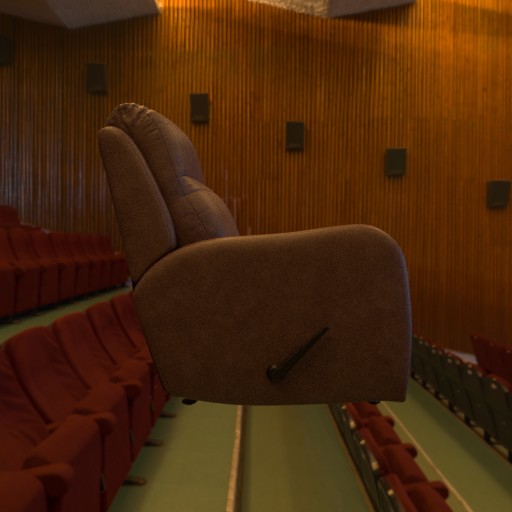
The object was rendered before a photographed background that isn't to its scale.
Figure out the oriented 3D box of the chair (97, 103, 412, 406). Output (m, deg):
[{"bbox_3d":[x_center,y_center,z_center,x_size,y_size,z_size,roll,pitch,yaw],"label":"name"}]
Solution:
[{"bbox_3d":[0.000,0.000,1.797,1.067,1.067,0.865,0,1,0],"label":"chair"}]
